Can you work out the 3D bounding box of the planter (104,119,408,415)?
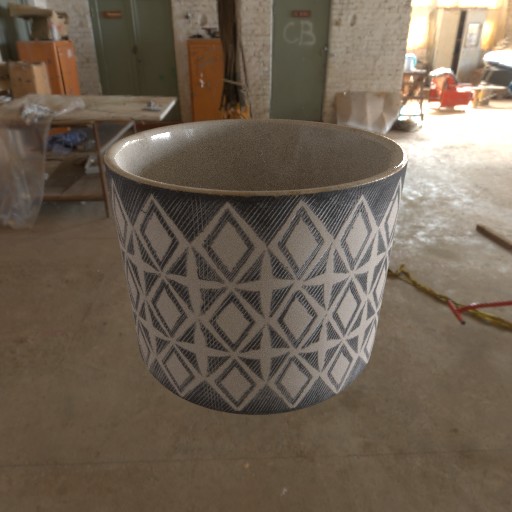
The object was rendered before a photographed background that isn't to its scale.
[{"bbox_3d":[0.000,0.000,0.330,0.192,0.165,0.192,0,27,0],"label":"planter"}]
